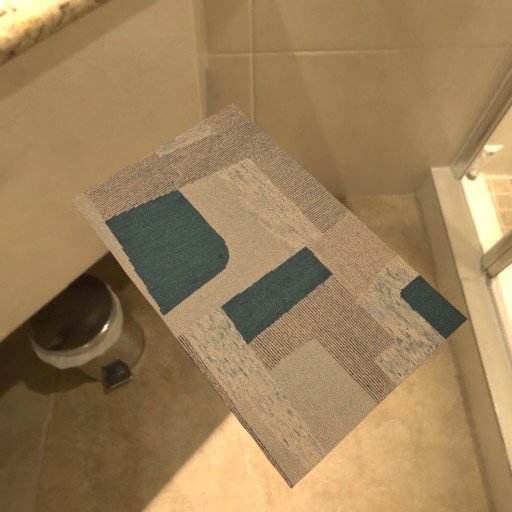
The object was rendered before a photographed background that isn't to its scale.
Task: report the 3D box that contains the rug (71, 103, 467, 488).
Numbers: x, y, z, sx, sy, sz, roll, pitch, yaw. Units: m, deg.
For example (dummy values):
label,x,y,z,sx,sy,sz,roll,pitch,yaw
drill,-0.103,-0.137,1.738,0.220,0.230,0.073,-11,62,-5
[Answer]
label,x,y,z,sx,sy,sz,roll,pitch,yaw
rug,0.000,0.000,3.049,1.521,0.015,2.436,-36,69,-17
